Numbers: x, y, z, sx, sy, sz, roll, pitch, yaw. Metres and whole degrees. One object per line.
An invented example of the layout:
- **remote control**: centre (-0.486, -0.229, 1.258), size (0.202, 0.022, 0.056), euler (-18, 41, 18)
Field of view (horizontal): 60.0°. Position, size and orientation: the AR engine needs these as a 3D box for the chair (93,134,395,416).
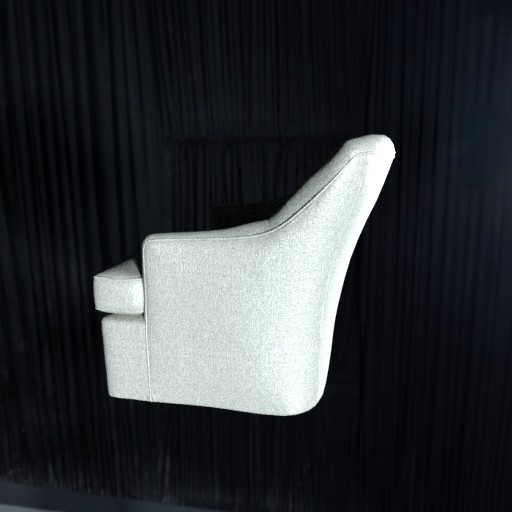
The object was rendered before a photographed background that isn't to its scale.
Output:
- **chair**: centre (0.000, 0.000, 1.644), size (0.923, 0.856, 0.864), euler (2, 13, 9)
